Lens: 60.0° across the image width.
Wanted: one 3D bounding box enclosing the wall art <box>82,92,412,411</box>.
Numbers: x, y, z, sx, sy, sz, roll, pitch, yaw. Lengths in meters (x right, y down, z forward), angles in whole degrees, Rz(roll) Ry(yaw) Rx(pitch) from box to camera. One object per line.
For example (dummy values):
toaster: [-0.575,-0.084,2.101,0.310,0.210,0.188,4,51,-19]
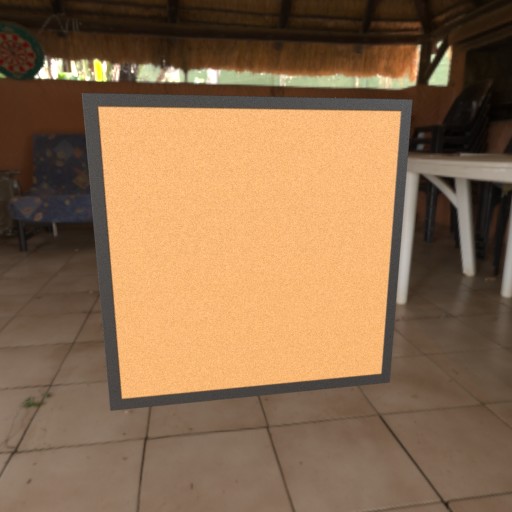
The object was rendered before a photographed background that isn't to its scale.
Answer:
wall art: [0.000,0.000,0.748,0.506,0.506,0.037,-3,14,-10]
